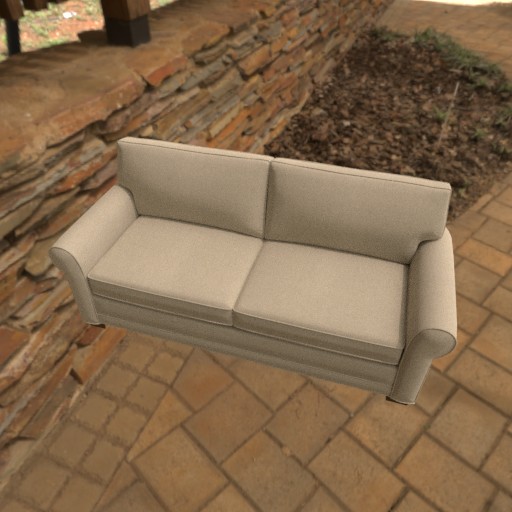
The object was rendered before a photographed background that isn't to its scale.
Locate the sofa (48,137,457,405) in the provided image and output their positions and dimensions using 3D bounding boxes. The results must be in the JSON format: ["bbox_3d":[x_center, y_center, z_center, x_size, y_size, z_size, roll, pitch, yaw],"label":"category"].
[{"bbox_3d":[0.000,0.000,2.593,2.146,0.962,0.901,11,42,13],"label":"sofa"}]
